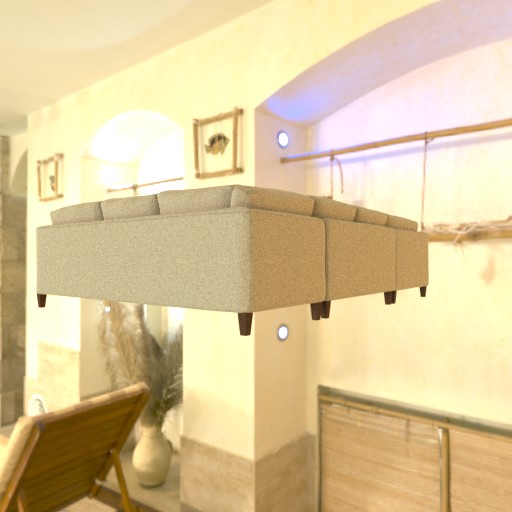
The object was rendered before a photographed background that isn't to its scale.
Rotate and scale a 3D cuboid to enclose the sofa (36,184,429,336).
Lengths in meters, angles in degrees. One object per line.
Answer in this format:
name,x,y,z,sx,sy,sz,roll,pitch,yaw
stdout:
sofa,0.000,0.000,4.681,2.593,0.959,3.460,0,0,38
